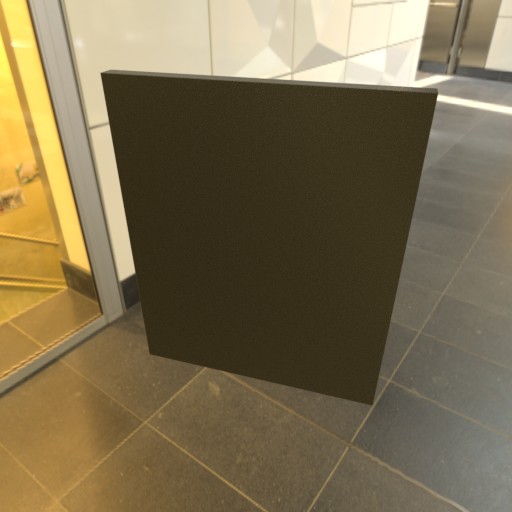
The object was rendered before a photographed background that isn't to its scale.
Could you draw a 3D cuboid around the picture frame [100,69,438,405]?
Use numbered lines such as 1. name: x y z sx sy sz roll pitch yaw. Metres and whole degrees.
1. picture frame: 0.000 0.000 0.741 0.460 0.556 0.028 9 33 14
